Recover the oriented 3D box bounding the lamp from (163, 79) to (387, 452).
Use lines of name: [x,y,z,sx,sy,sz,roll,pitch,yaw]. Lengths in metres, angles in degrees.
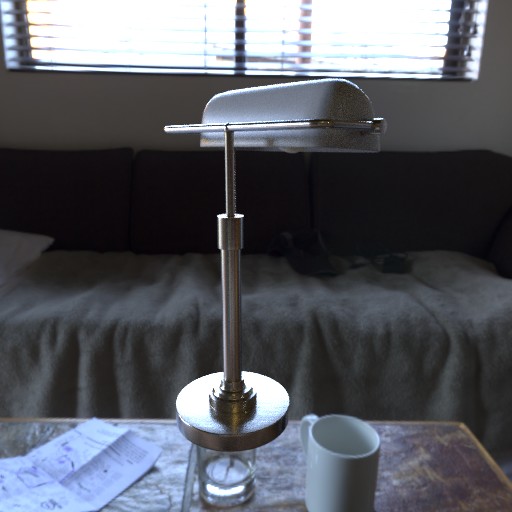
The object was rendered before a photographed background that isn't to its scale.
lamp: [0.000,0.000,0.547,0.269,0.404,0.227,14,19,43]
